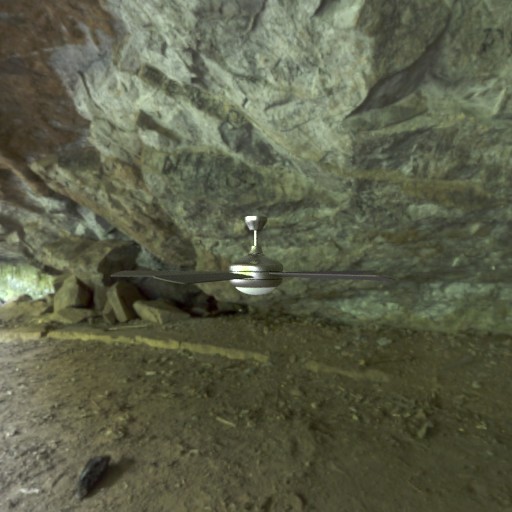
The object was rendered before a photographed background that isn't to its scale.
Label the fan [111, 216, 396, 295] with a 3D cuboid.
[{"bbox_3d":[0.000,0.000,2.029,1.321,0.356,1.321,0,-1,36],"label":"fan"}]
